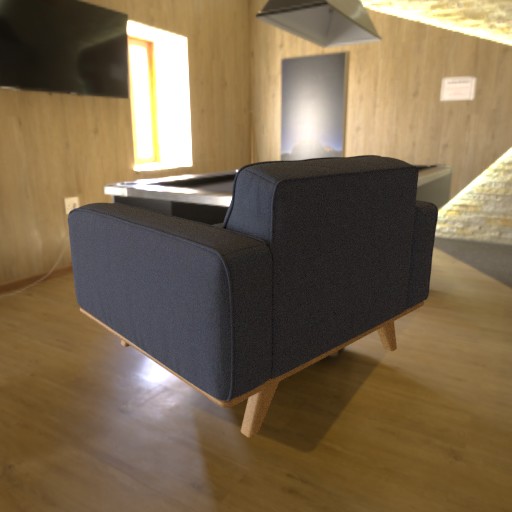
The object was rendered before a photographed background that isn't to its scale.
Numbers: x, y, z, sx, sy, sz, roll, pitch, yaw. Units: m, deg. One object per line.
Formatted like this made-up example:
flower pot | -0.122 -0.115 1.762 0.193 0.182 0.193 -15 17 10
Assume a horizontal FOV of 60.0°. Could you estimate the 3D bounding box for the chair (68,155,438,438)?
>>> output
chair | 0.000 0.000 1.744 1.118 0.783 0.953 -14 21 -41
